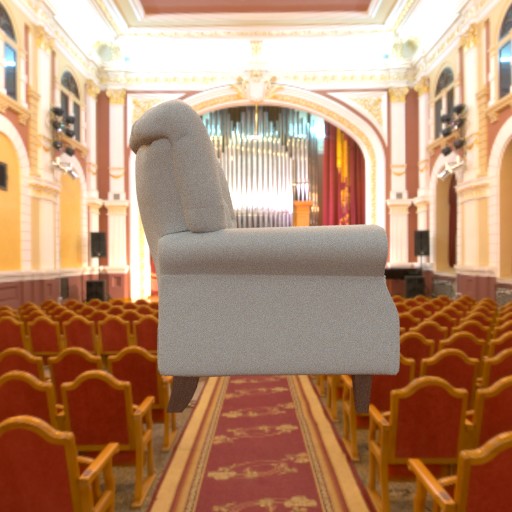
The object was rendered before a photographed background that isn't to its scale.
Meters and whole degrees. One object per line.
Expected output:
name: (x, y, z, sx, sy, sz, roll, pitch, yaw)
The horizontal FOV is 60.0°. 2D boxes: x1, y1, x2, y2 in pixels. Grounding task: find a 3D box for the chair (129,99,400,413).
chair: (0.000, 0.000, 2.111, 1.128, 1.217, 1.090, 0, 0, 1)
